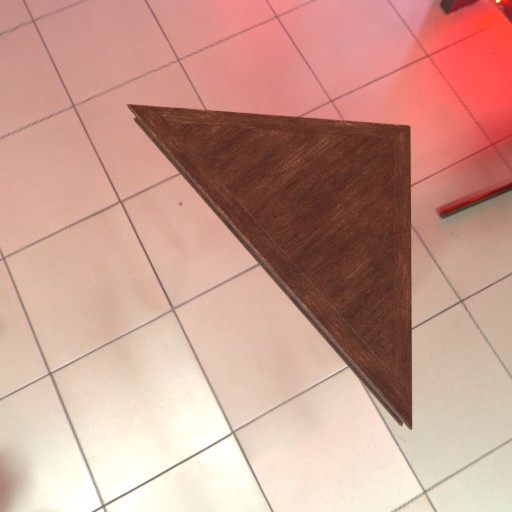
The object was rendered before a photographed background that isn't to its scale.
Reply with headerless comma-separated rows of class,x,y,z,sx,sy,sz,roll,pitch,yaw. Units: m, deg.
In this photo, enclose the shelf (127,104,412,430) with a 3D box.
shelf,0.000,0.000,0.439,0.296,0.035,0.296,5,76,1
